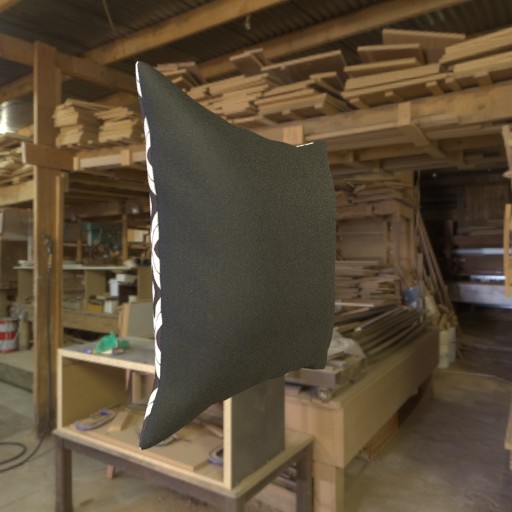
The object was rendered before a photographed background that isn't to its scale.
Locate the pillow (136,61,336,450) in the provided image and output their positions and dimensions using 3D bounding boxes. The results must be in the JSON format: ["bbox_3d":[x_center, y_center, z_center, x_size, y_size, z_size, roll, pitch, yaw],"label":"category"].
[{"bbox_3d":[0.000,0.000,0.760,0.188,0.494,0.504,0,1,36],"label":"pillow"}]
